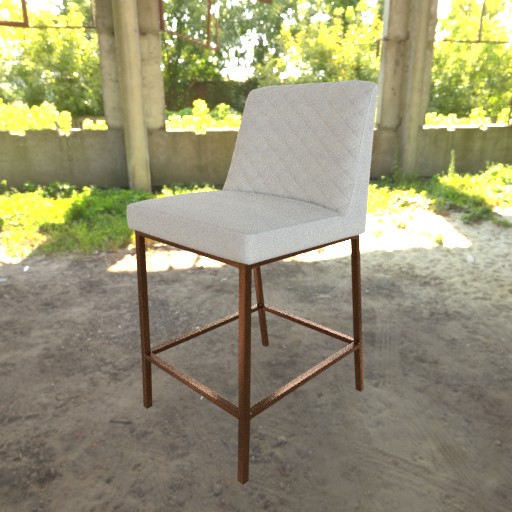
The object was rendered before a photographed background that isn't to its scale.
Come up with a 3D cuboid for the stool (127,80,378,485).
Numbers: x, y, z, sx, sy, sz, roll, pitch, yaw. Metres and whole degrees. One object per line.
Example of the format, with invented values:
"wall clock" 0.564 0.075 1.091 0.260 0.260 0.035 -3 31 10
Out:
"stool" 0.000 0.000 1.305 0.507 0.973 0.576 16 24 42
